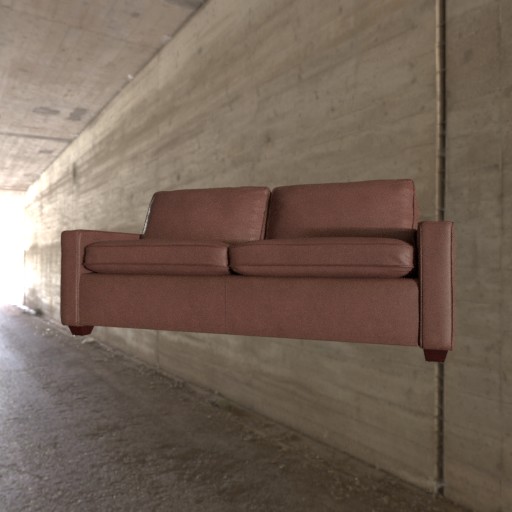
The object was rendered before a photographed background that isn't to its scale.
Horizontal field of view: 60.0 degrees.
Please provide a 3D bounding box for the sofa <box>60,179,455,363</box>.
[{"bbox_3d":[0.000,0.000,2.582,2.080,0.919,0.940,0,0,19],"label":"sofa"}]
